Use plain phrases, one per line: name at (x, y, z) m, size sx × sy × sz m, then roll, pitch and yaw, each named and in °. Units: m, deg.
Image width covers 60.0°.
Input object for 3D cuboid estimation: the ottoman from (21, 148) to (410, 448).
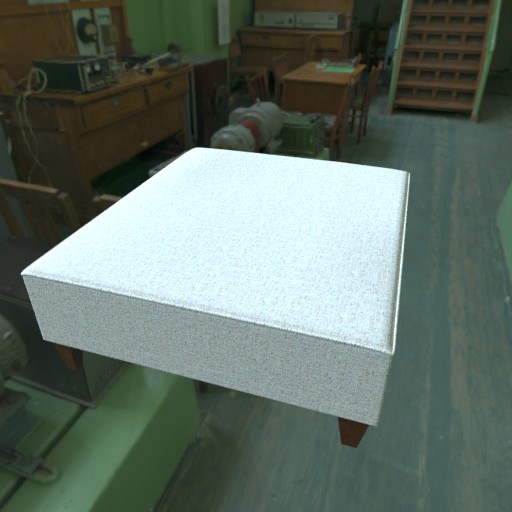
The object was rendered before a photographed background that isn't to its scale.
ottoman at (0.000, 0.000, 1.204) m, size 0.736 × 0.303 × 0.835 m, roll 10°, pitch 33°, yaw 15°
